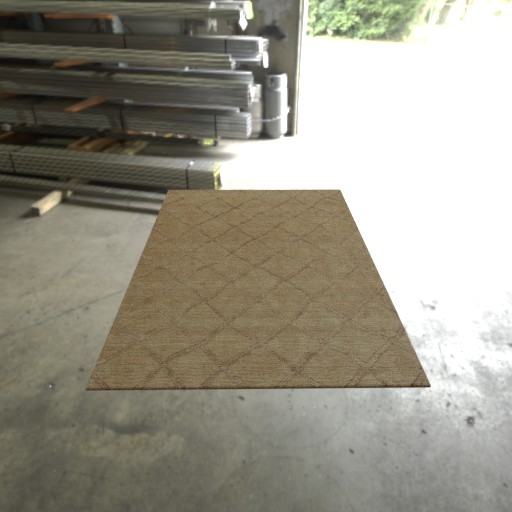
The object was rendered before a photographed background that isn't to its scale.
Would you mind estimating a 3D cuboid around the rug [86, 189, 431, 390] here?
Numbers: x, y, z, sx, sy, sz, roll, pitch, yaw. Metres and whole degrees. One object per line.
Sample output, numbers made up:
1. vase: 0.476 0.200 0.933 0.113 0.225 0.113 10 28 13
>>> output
1. rug: 0.000 0.000 2.944 1.528 0.014 2.292 0 31 -1
